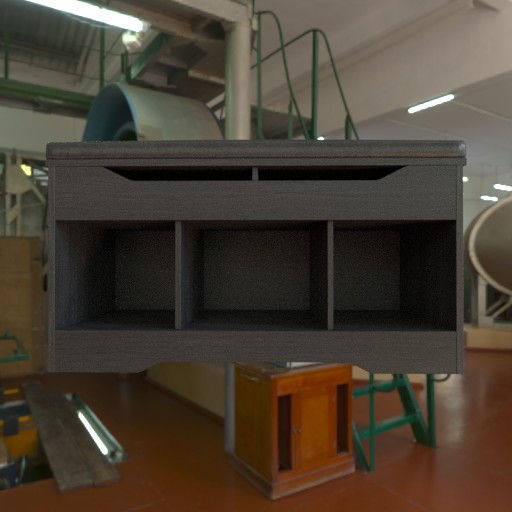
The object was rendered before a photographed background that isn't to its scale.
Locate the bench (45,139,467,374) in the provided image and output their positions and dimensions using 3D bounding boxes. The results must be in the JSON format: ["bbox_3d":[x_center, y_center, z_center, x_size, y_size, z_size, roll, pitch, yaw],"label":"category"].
[{"bbox_3d":[0.000,0.000,1.144,0.905,0.501,0.401,0,0,1],"label":"bench"}]
